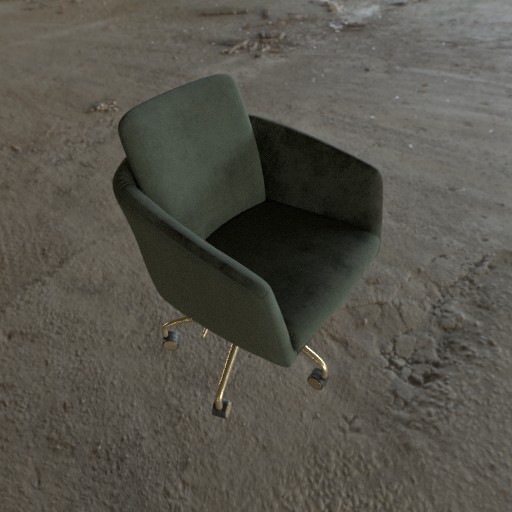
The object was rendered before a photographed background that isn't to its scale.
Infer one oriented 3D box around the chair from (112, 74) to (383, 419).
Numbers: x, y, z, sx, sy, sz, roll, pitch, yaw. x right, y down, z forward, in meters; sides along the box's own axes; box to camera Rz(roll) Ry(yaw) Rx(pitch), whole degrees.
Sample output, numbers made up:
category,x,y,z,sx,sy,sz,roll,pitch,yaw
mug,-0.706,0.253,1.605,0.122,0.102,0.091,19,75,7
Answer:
category,x,y,z,sx,sy,sz,roll,pitch,yaw
chair,0.000,0.000,1.370,0.635,0.908,0.641,25,46,26
